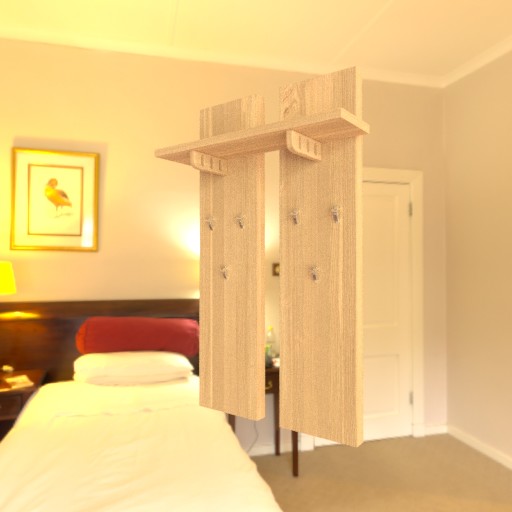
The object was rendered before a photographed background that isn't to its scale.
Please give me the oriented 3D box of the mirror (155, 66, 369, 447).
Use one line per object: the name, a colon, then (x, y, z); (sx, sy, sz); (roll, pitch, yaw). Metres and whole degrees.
mirror: (0.000, 0.000, 1.601); (0.800, 1.250, 0.260); (-1, -1, 37)
